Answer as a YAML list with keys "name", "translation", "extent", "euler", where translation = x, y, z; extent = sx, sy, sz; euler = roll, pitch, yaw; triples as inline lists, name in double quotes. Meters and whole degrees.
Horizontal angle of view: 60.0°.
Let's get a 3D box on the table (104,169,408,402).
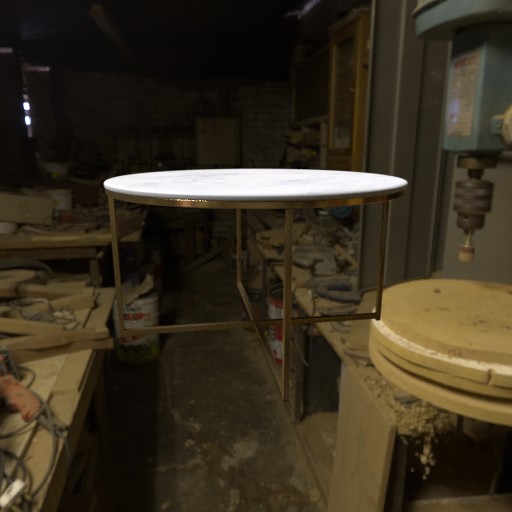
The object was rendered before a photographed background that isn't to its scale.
- name: "table"
  translation: [0.000, 0.000, 1.283]
  extent: [0.800, 0.450, 0.800]
  euler: [0, 14, 0]
